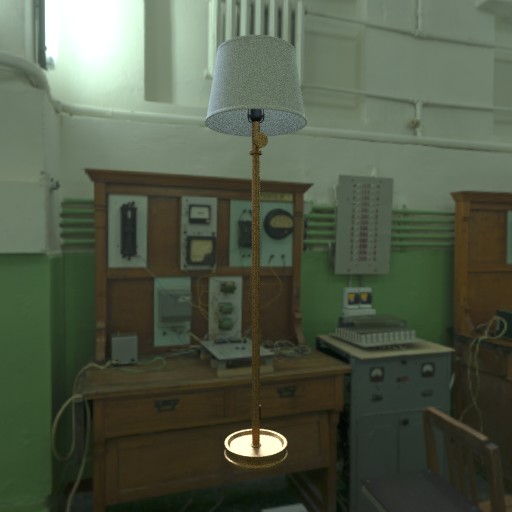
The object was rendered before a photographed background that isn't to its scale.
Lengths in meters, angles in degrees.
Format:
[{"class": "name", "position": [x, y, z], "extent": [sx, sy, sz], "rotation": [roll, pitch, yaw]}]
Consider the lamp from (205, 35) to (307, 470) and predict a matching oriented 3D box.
[{"class": "lamp", "position": [0.000, 0.000, 0.784], "extent": [0.178, 0.710, 0.178], "rotation": [0, 1, 0]}]
